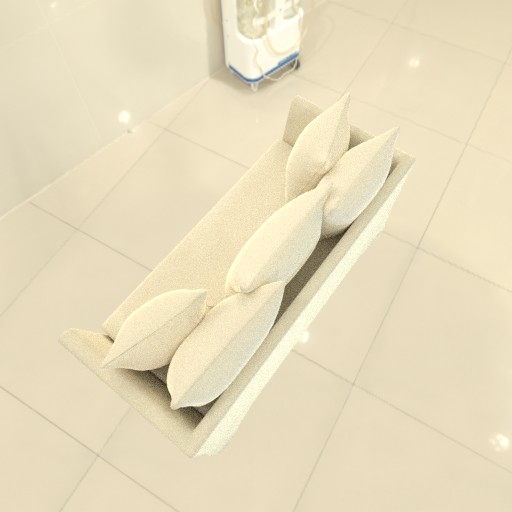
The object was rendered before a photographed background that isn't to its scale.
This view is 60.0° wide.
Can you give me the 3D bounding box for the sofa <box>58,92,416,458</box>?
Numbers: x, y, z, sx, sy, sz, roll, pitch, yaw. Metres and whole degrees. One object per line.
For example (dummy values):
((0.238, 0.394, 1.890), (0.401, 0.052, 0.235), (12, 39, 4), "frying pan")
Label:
((0.000, 0.000, 2.858), (1.031, 1.034, 2.290), (34, 68, 16), "sofa")
